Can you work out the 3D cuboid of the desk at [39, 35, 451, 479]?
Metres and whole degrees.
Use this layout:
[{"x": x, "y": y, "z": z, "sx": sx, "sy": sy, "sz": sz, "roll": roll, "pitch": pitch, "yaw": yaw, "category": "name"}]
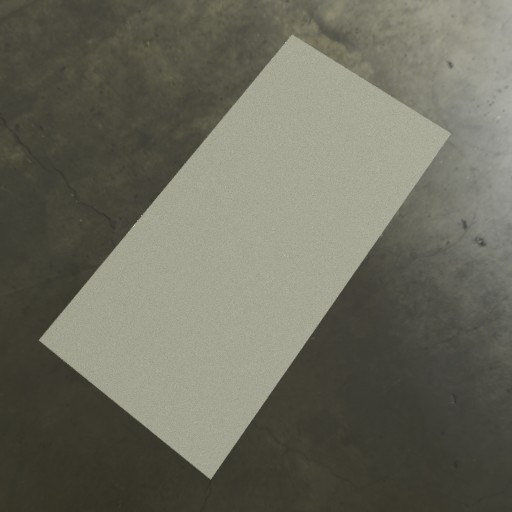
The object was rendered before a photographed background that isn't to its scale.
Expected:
[{"x": 0.000, "y": 0.000, "z": 1.853, "sx": 0.690, "sy": 0.740, "sz": 1.400, "roll": 36, "pitch": 79, "yaw": 8, "category": "desk"}]
